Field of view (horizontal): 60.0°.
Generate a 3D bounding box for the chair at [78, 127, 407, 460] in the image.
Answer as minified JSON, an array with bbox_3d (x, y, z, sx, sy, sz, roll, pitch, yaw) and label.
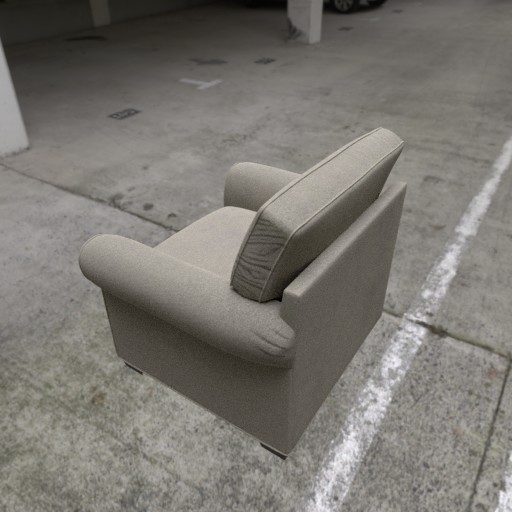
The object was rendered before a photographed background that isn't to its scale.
[{"bbox_3d":[0.000,0.000,1.941,0.939,1.044,1.147,20,38,28],"label":"chair"}]
